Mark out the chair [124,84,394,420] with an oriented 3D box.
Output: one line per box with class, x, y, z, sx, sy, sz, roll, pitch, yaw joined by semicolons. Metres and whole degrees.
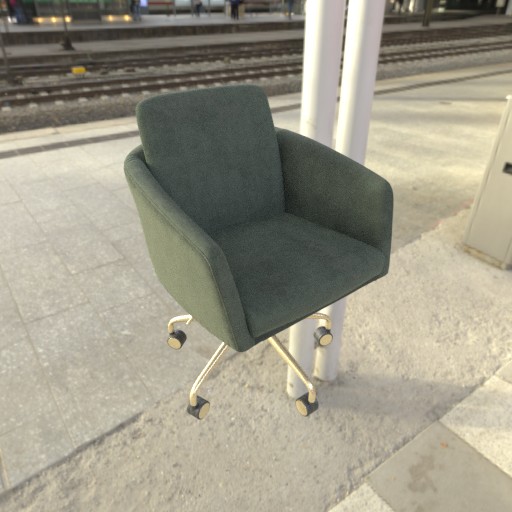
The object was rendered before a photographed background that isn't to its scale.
chair;0.000;0.000;1.371;0.641;0.908;0.635;-21;36;-32
